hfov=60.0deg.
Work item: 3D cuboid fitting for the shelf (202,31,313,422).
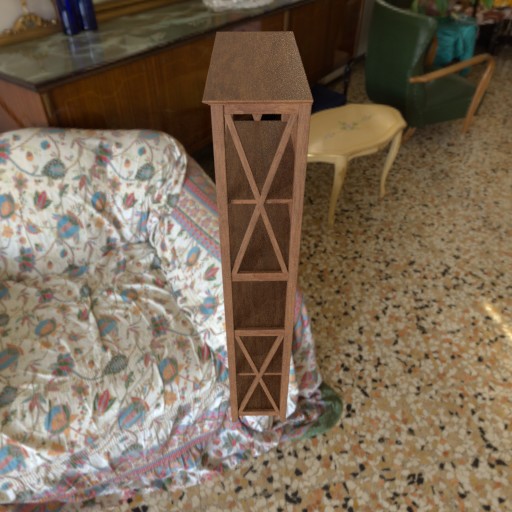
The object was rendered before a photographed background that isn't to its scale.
[{"bbox_3d":[0.000,0.000,2.257,0.335,1.905,0.805,0,40,-1],"label":"shelf"}]
